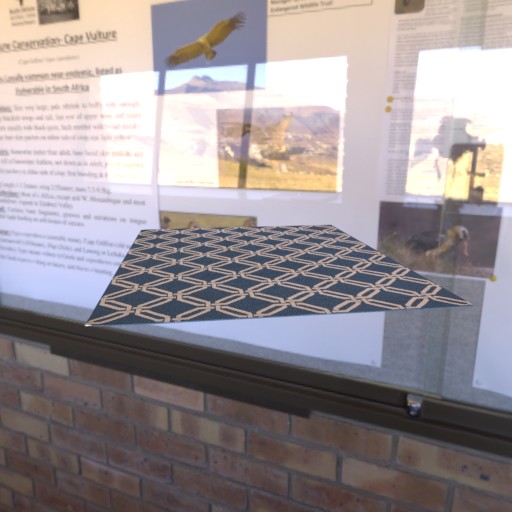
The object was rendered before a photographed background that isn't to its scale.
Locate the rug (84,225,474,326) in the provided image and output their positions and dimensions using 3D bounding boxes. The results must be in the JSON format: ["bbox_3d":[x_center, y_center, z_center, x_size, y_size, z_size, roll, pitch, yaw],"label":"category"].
[{"bbox_3d":[0.000,0.000,3.896,2.277,0.020,2.867,-2,14,-8],"label":"rug"}]
